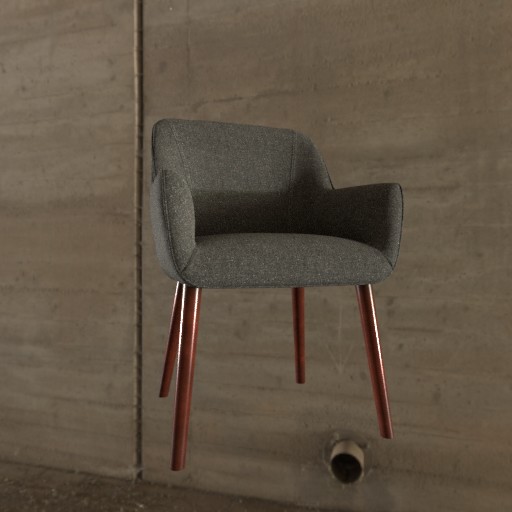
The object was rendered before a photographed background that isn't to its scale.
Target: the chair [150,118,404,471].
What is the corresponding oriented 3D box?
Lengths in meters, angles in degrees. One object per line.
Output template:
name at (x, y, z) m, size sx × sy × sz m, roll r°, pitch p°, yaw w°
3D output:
chair at (0.000, 0.000, 1.136) m, size 0.543 × 0.803 × 0.519 m, roll 0°, pitch 1°, yaw -18°
